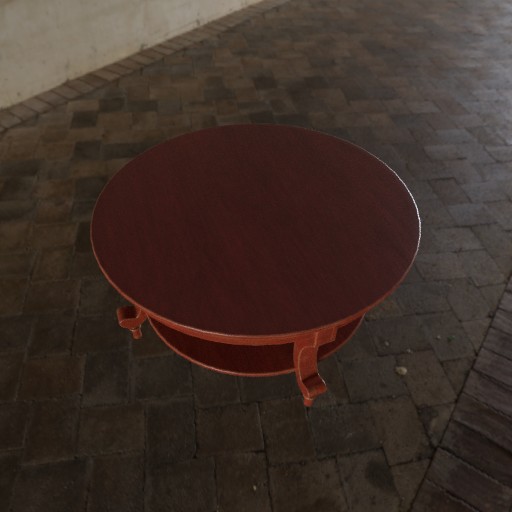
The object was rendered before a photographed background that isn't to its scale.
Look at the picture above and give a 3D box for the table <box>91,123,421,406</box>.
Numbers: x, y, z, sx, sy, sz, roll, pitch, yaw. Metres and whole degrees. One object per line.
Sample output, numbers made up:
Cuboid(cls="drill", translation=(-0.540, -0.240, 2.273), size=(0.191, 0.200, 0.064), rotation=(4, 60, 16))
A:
Cuboid(cls="table", translation=(0.000, 0.000, 1.590), size=(1.029, 0.486, 1.029), rotation=(0, 45, 0))
